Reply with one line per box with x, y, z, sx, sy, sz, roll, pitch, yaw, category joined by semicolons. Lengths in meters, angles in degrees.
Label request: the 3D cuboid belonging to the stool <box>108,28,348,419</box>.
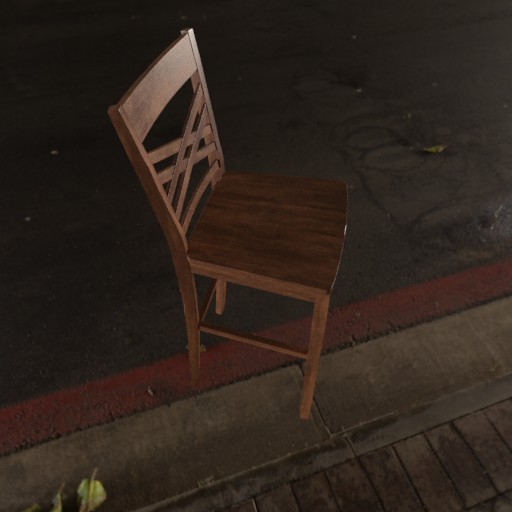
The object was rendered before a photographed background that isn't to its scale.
0.000;0.000;1.321;0.487;1.105;0.433;9;47;9;stool
